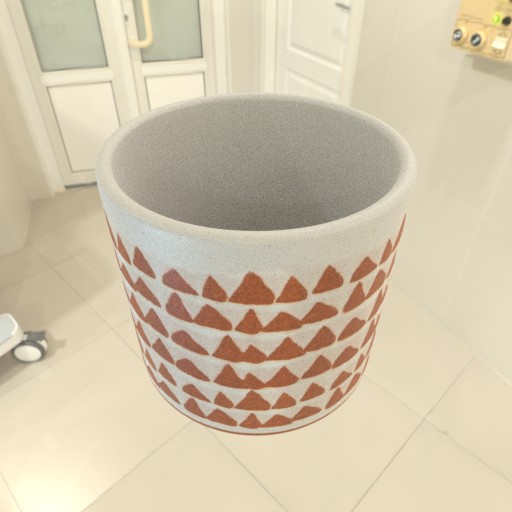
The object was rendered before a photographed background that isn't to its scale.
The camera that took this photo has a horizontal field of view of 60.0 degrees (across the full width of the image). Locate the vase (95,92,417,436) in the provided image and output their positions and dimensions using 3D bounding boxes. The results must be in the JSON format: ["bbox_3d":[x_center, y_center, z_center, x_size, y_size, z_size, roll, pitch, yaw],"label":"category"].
[{"bbox_3d":[0.000,0.000,0.234,0.137,0.127,0.137,0,40,0],"label":"vase"}]
